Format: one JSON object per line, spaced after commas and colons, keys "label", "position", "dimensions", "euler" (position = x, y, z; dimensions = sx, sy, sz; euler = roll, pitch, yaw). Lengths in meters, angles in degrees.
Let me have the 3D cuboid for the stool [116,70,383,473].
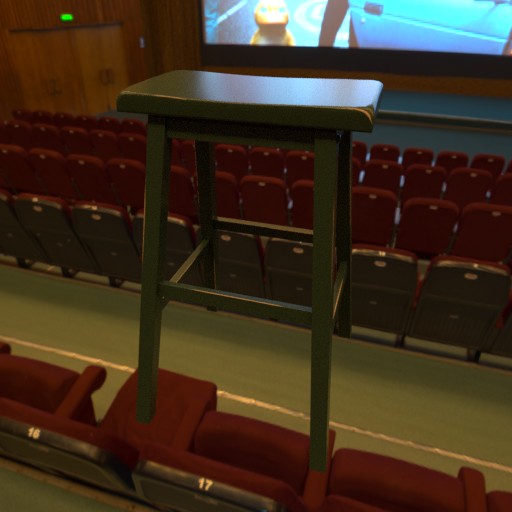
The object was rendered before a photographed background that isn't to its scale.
{"label": "stool", "position": [0.000, 0.000, 1.008], "dimensions": [0.457, 0.737, 0.476], "euler": [9, 33, 14]}
